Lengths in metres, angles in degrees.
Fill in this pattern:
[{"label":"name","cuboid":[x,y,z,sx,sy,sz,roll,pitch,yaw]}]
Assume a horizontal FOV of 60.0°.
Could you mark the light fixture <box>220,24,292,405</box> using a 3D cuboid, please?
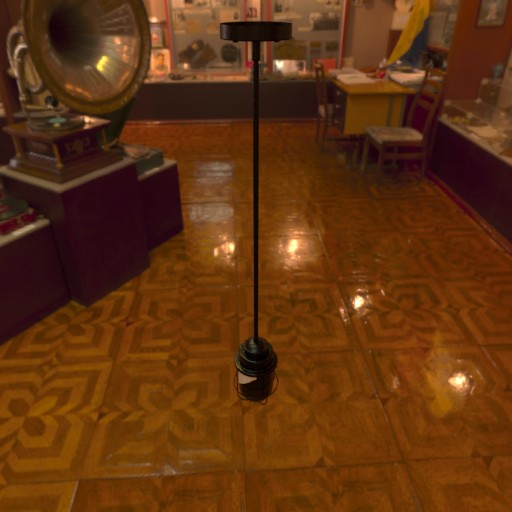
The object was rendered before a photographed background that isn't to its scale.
[{"label":"light fixture","cuboid":[0.000,0.000,0.989,0.123,0.920,0.123,-1,31,-1]}]
